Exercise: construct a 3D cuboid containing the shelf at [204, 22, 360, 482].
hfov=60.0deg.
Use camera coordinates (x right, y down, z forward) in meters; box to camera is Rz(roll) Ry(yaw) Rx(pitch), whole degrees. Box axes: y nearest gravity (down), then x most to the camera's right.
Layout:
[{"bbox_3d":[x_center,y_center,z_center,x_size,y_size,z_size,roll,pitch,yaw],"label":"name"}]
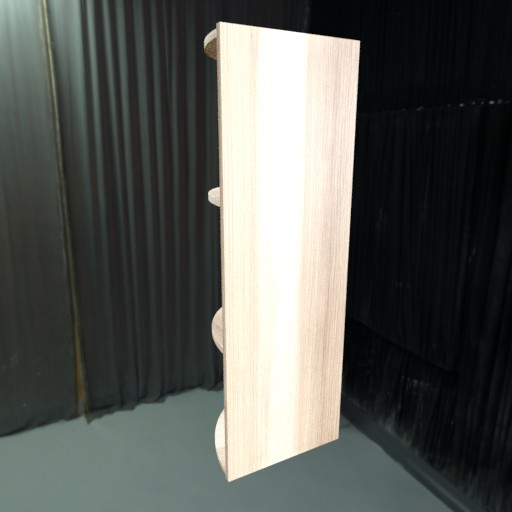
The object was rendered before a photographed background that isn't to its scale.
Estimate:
[{"bbox_3d":[0.000,0.000,1.005,0.290,0.872,0.290,-8,17,-28],"label":"shelf"}]
